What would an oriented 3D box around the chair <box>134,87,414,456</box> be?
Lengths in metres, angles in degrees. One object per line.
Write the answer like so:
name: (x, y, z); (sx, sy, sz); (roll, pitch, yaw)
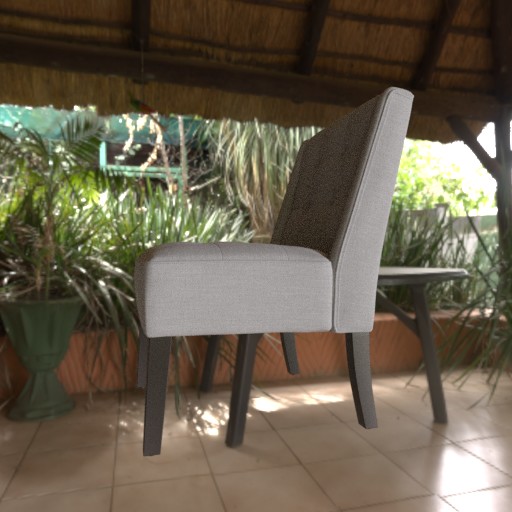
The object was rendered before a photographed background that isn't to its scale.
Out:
chair: (0.000, 0.000, 1.282); (0.676, 0.853, 0.569); (0, 0, -17)
